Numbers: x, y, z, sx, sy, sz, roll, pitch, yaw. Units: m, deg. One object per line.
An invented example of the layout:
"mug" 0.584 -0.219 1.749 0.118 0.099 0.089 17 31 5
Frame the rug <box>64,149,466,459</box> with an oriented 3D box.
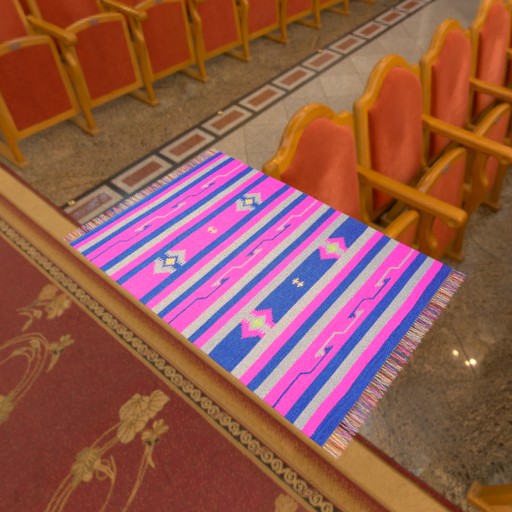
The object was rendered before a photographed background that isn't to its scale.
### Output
"rug" 0.000 0.000 3.015 2.350 0.013 1.539 32 54 27
